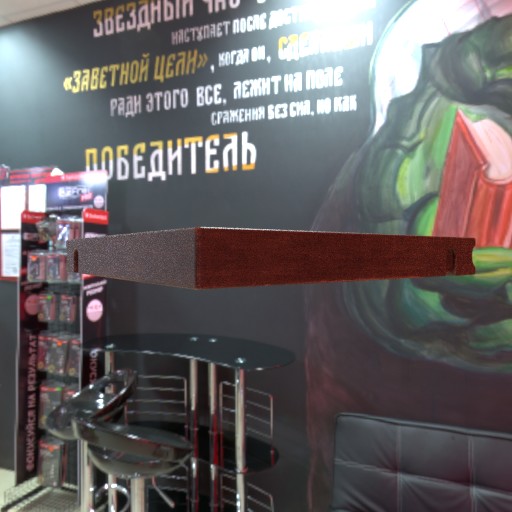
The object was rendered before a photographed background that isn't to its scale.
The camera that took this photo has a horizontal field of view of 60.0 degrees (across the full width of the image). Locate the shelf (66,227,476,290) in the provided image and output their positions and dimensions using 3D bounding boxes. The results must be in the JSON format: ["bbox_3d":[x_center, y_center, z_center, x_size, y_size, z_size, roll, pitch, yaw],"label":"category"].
[{"bbox_3d":[0.000,0.000,0.450,0.296,0.035,0.296,0,0,-36],"label":"shelf"}]
